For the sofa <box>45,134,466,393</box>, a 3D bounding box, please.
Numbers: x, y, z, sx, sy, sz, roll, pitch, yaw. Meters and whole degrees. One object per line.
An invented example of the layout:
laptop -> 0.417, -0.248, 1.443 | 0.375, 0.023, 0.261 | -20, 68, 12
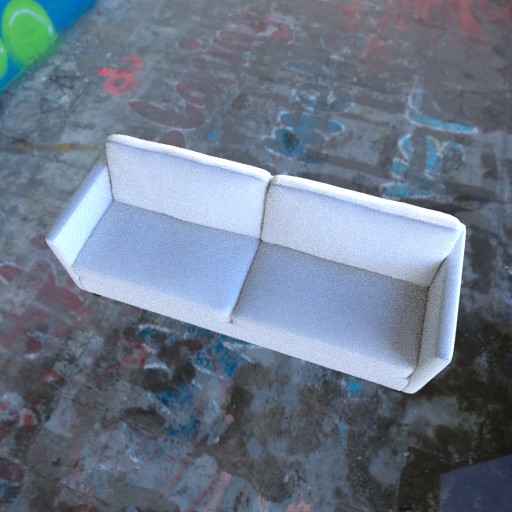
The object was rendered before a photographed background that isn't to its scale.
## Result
sofa -> 0.000, 0.000, 2.917 | 2.434, 0.965, 0.948 | 16, 60, 10
